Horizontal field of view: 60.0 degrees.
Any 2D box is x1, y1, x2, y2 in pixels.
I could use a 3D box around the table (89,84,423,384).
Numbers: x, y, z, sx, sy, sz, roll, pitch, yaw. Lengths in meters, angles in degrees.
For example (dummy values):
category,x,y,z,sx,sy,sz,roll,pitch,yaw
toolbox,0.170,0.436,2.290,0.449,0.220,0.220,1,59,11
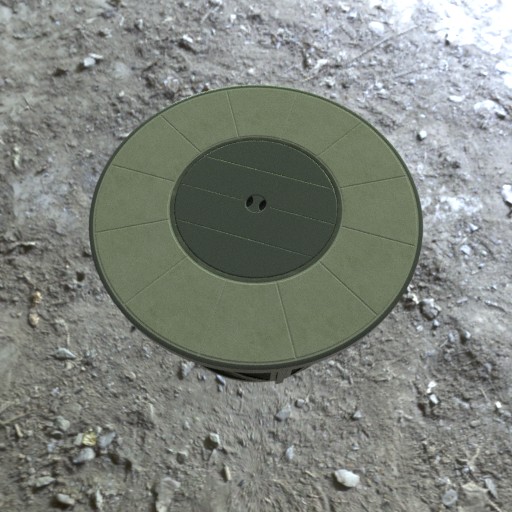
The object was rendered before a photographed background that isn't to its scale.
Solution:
category,x,y,z,sx,sy,sz,roll,pitch,yaw
table,0.000,0.000,1.519,0.914,0.650,0.914,0,63,0
